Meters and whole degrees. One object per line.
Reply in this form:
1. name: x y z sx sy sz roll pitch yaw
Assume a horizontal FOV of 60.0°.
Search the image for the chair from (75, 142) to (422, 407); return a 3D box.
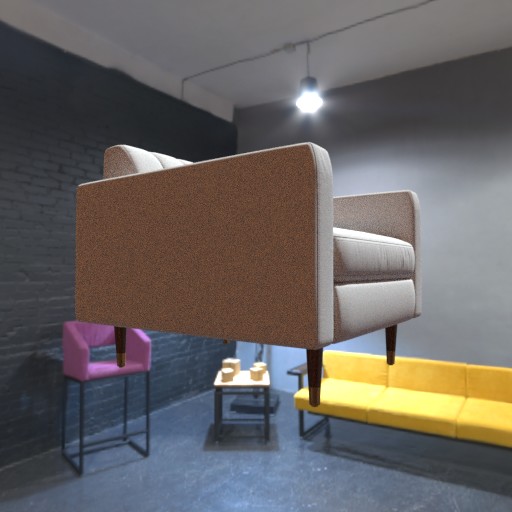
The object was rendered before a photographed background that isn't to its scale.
1. chair: 0.000 0.000 1.666 0.998 0.819 0.953 -1 -2 35
